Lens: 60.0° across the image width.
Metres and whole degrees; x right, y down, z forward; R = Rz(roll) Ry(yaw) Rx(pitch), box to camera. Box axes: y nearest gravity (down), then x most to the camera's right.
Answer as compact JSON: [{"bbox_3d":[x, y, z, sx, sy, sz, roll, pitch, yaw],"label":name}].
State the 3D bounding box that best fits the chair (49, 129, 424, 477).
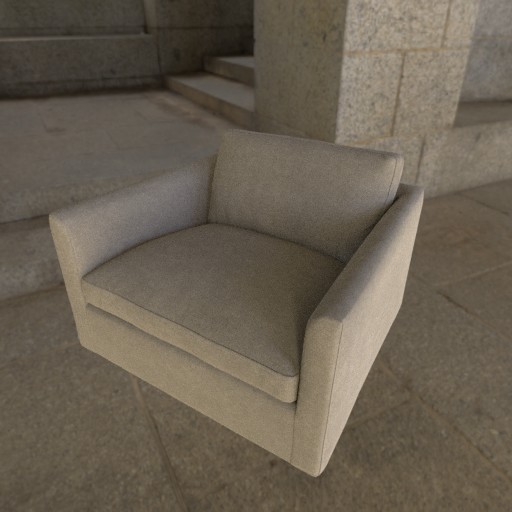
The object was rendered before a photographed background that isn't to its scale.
[{"bbox_3d":[0.000,0.000,1.865,1.190,0.845,1.091,18,34,28],"label":"chair"}]
